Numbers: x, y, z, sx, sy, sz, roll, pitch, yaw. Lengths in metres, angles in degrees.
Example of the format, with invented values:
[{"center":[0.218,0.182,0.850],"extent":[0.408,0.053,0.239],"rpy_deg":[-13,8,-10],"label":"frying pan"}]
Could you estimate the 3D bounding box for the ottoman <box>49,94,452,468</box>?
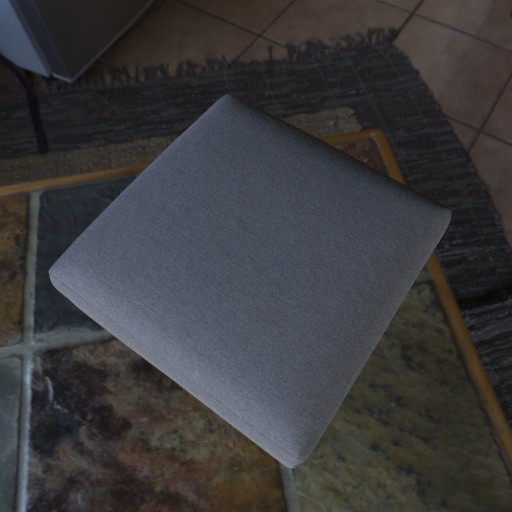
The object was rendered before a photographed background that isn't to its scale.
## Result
[{"center":[0.000,0.000,1.635],"extent":[1.041,0.470,1.041],"rpy_deg":[33,68,15],"label":"ottoman"}]
